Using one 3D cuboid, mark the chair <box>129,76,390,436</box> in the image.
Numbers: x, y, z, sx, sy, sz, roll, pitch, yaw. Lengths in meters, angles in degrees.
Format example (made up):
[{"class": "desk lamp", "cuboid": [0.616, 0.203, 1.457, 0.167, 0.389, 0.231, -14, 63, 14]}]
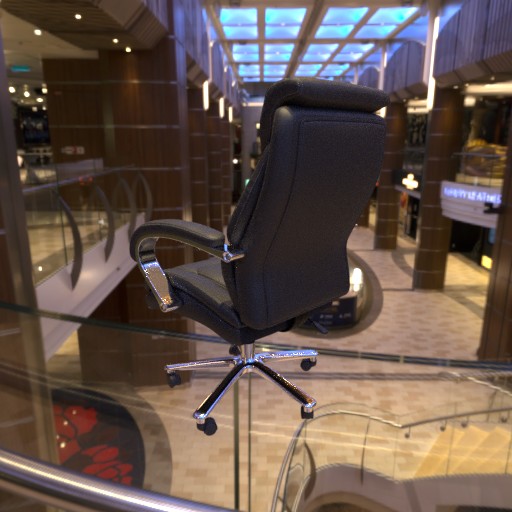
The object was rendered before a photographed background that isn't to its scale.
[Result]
[{"class": "chair", "cuboid": [0.000, 0.000, 1.686, 0.790, 1.183, 0.755, 14, 20, 43]}]
